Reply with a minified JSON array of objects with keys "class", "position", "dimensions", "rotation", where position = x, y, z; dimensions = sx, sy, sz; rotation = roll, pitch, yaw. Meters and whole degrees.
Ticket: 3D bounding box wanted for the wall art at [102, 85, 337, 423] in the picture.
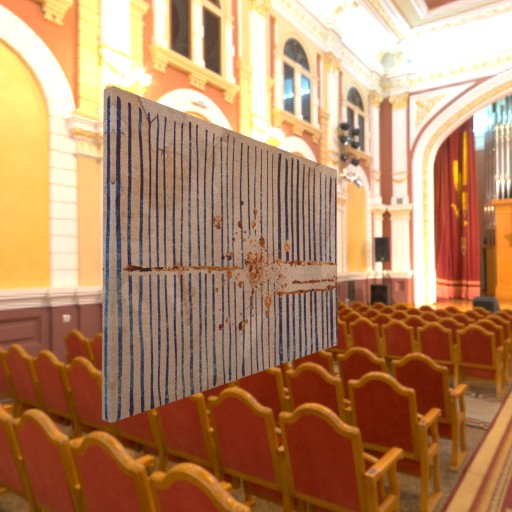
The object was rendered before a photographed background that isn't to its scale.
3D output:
[{"class":"wall art","position":[0.000,0.000,1.179],"dimensions":[0.030,0.609,0.919],"rotation":[-1,-1,36]}]
